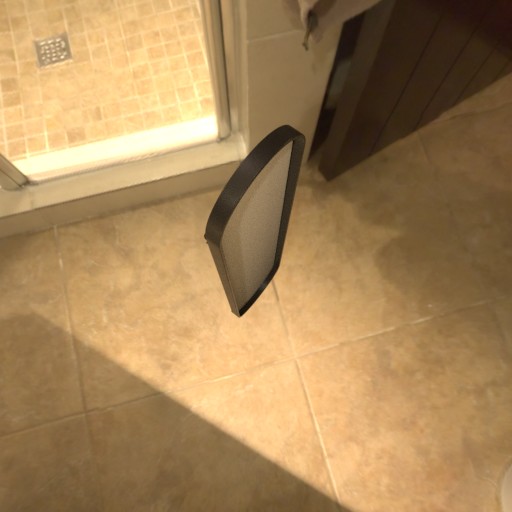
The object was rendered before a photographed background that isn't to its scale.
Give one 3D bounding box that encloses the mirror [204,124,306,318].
[{"bbox_3d":[0.000,0.000,1.079,0.032,0.991,0.222,37,78,9],"label":"mirror"}]
